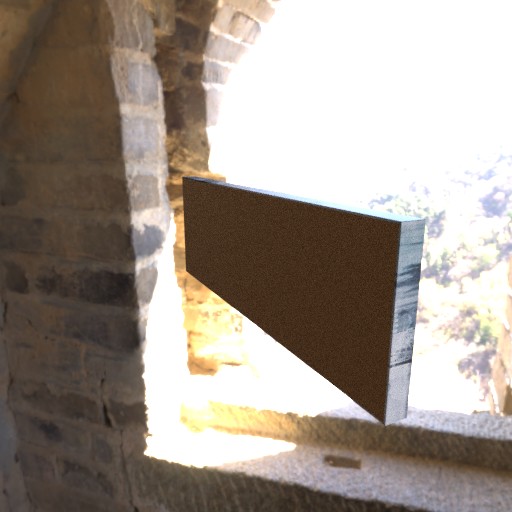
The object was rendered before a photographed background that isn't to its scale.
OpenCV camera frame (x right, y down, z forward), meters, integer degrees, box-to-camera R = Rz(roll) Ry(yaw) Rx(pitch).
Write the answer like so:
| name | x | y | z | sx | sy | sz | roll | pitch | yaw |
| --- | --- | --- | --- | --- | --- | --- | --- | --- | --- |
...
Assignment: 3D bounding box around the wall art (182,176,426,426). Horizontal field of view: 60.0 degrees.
| name | x | y | z | sx | sy | sz | roll | pitch | yaw |
| --- | --- | --- | --- | --- | --- | --- | --- | --- | --- |
| wall art | 0.000 | 0.000 | 0.842 | 0.037 | 0.251 | 0.759 | -7 | 16 | -26 |
